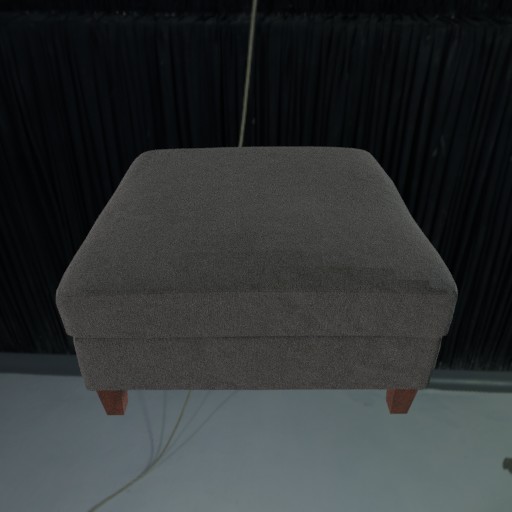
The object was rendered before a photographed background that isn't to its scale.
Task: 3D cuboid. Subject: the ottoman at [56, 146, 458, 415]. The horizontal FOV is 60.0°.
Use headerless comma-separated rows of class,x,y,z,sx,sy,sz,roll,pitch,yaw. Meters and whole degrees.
ottoman,0.000,0.000,1.369,0.861,0.482,0.881,0,32,0
